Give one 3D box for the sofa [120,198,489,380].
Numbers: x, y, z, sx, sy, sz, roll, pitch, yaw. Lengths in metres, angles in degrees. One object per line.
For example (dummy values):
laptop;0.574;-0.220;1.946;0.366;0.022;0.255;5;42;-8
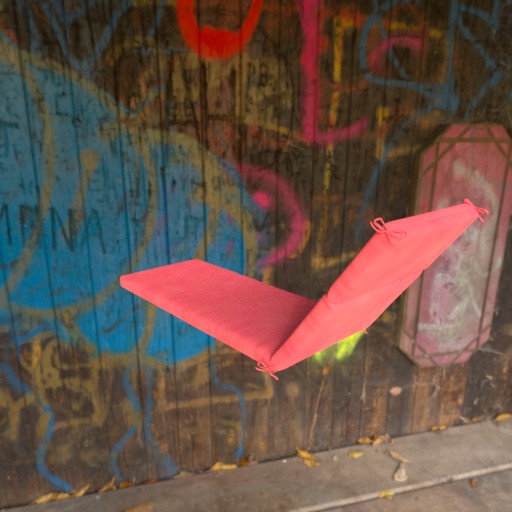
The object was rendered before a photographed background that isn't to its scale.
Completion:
sofa;0.000;0.000;1.927;0.582;0.622;1.663;-14;21;-40
